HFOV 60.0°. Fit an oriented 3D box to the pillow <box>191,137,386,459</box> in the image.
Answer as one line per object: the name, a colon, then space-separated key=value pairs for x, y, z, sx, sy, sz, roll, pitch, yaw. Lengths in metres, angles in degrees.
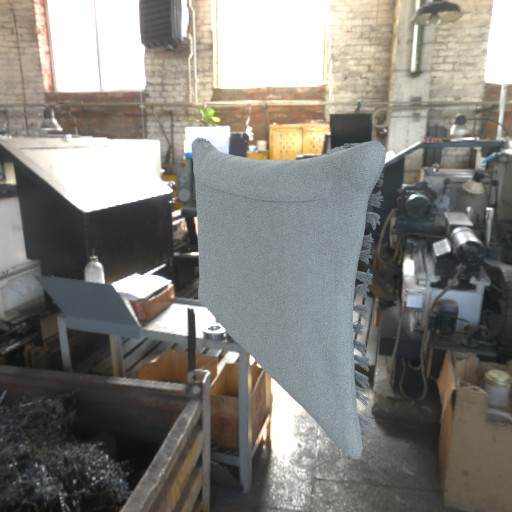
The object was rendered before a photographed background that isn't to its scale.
pillow: x=0.000 y=0.000 z=0.589 sx=0.084 sy=0.305 sz=0.466 roll=-7 pitch=17 yaw=-25
